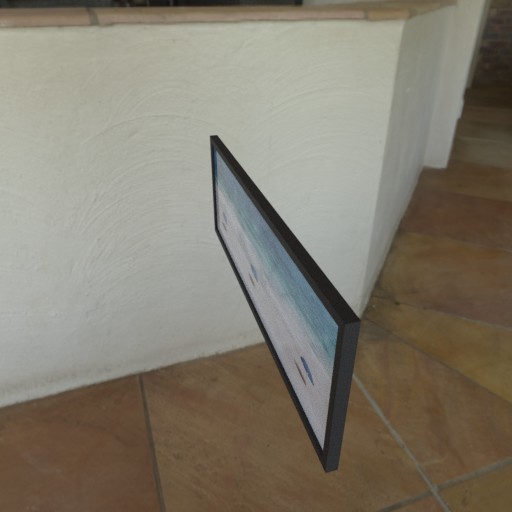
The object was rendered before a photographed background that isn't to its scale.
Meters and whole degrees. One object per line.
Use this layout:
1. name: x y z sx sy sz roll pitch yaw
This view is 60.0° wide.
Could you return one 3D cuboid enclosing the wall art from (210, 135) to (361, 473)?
1. wall art: 0.000 0.000 1.792 0.041 0.554 1.572 -9 32 -14
